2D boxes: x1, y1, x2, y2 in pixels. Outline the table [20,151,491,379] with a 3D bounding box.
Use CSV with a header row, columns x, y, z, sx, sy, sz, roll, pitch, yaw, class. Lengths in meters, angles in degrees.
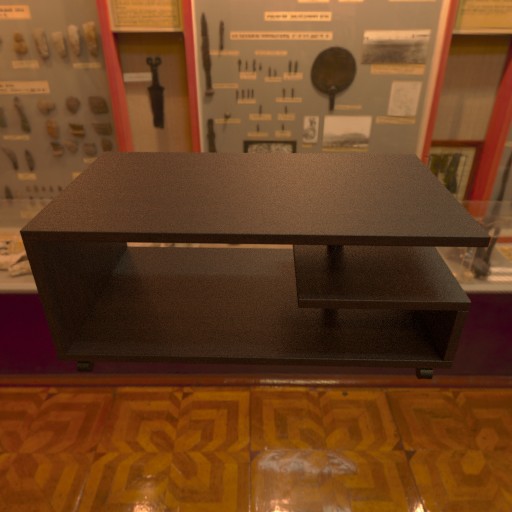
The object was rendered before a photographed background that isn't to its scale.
x,y,z,sx,sy,sz,roll,pitch,yaw,class
0.000,0.000,1.355,1.050,0.460,0.590,1,30,1,table
